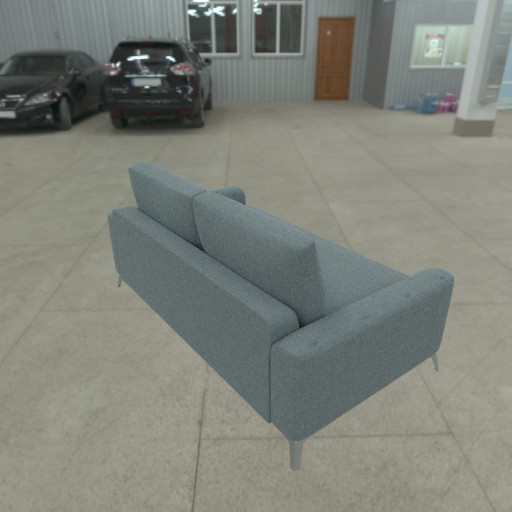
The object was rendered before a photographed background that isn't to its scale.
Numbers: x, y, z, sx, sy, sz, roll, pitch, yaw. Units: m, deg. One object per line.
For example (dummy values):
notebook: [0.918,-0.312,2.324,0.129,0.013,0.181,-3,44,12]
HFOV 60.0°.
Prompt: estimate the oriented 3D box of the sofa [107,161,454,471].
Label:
sofa: [0.000,0.000,2.208,0.920,0.790,1.650,-18,31,-33]
